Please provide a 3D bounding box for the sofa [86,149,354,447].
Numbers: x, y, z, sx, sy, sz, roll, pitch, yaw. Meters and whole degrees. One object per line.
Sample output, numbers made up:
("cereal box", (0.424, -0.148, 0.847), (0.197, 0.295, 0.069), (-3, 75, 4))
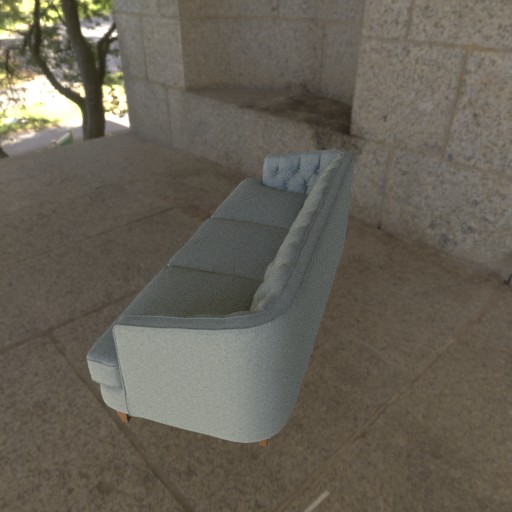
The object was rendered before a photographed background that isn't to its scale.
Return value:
("sofa", (0.000, 0.000, 2.795), (0.941, 0.855, 2.278), (10, 33, 15))
